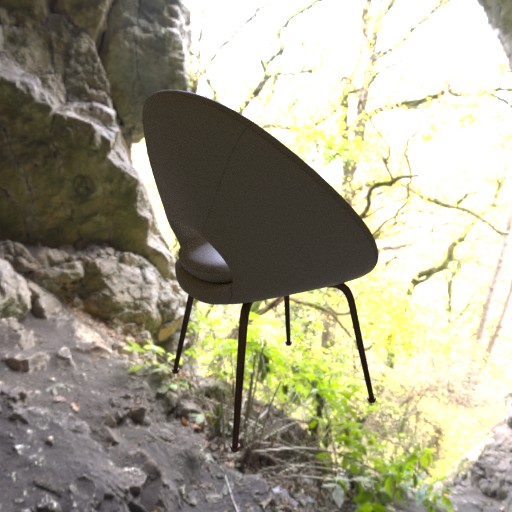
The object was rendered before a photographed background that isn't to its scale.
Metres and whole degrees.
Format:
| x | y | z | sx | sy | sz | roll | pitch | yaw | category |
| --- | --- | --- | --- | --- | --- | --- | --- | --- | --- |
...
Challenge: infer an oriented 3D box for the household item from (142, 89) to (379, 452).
| x | y | z | sx | sy | sz | roll | pitch | yaw | category |
| --- | --- | --- | --- | --- | --- | --- | --- | --- | --- |
| 0.000 | 0.000 | 1.261 | 0.573 | 0.852 | 0.623 | -7 | 15 | -28 | household item |
